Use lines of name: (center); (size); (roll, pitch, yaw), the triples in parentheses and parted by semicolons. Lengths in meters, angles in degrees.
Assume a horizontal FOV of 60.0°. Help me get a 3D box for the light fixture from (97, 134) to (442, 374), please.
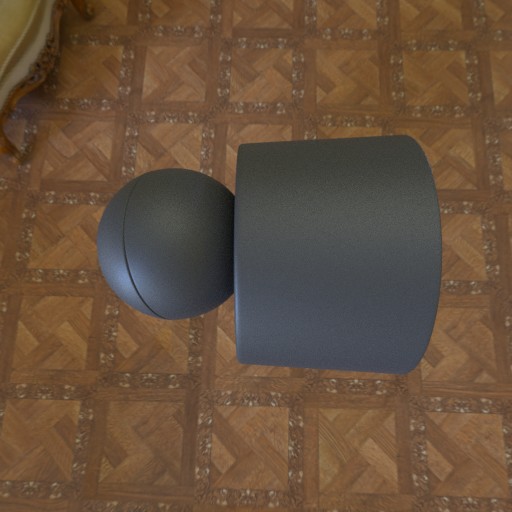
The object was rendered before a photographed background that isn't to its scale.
light fixture: (0.000, 0.000, 0.261); (0.160, 0.143, 0.134); (0, 75, 0)
